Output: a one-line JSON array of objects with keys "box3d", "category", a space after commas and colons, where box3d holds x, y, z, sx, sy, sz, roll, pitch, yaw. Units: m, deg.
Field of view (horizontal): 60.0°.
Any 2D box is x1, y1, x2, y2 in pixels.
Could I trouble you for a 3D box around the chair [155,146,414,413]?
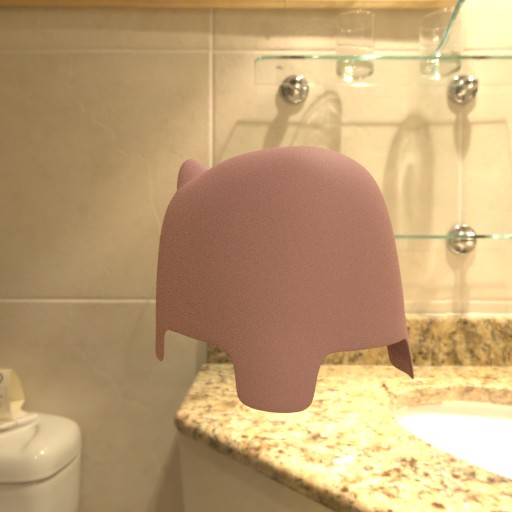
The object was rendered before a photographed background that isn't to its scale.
[{"box3d": [0.000, 0.000, 0.898, 0.364, 0.423, 0.619, 0, 1, -36], "category": "chair"}]
